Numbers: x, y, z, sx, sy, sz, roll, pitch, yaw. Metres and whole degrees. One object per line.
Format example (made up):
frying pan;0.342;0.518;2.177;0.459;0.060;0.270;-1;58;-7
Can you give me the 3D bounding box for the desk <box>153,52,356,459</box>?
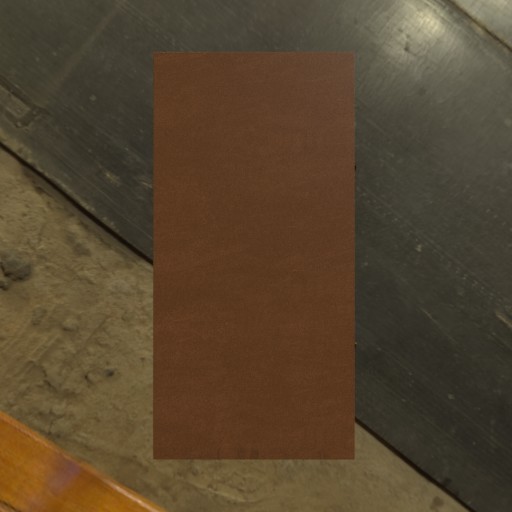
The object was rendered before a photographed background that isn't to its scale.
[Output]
desk;0.000;0.000;1.411;0.510;0.758;0.949;0;90;0
